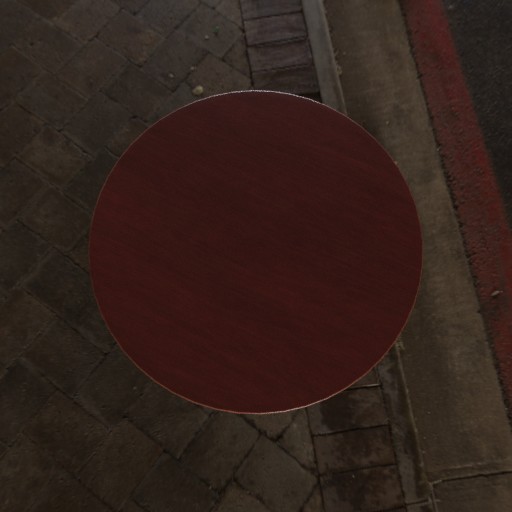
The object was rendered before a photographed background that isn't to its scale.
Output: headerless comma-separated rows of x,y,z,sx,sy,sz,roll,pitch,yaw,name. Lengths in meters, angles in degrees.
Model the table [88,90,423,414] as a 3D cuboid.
0.000,0.000,1.594,1.029,0.486,1.029,0,76,0,table
